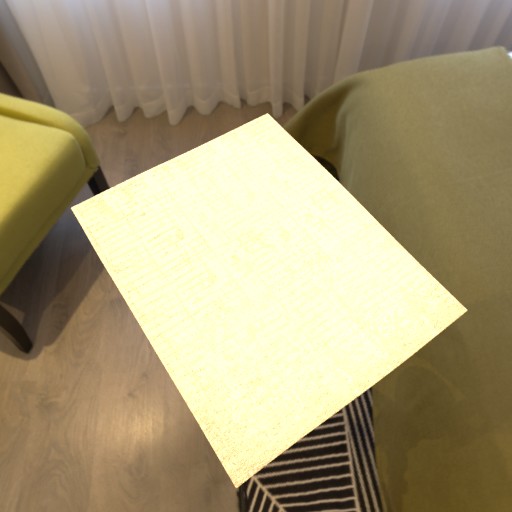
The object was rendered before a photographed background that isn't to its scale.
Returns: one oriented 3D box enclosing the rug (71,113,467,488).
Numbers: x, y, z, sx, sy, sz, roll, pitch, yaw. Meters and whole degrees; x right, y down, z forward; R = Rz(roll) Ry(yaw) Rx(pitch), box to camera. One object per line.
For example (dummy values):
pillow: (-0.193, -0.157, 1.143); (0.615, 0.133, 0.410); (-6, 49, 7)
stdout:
rug: (0.000, 0.000, 4.182); (2.447, 0.014, 3.061); (-30, 64, -17)
